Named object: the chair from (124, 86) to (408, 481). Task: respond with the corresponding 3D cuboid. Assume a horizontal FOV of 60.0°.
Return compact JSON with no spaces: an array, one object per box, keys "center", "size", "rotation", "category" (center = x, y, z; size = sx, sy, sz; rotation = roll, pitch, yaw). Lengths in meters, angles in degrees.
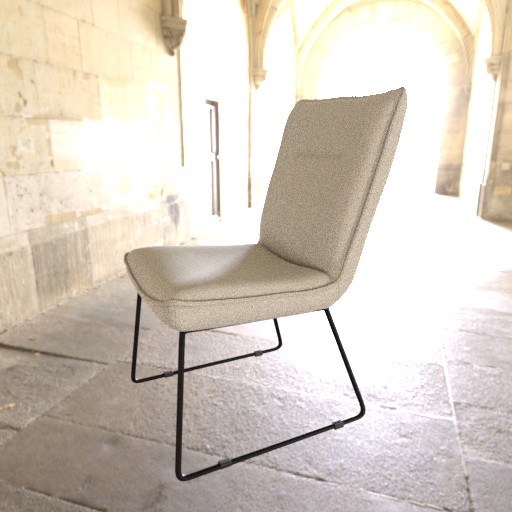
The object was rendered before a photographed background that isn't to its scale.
[{"center":[0.000,0.000,1.304],"size":[0.688,0.930,0.515],"rotation":[-7,16,-26],"category":"chair"}]
